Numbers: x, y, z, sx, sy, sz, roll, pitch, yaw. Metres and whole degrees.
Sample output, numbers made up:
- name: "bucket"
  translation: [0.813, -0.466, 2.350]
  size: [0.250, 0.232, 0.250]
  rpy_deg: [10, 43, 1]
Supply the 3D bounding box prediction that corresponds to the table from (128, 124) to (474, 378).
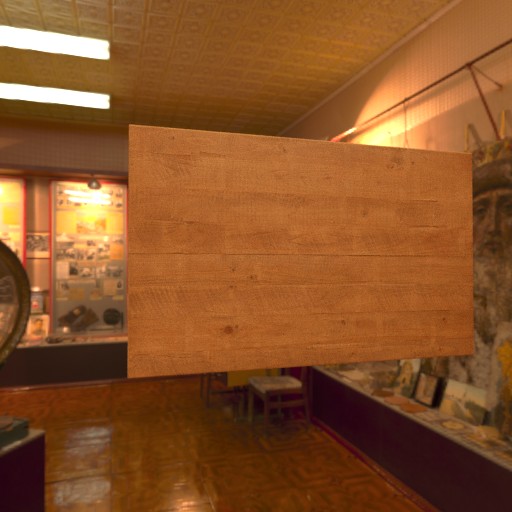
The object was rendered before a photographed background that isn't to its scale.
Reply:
- name: "table"
  translation: [0.000, 0.000, 3.077]
  size: [1.707, 1.041, 2.149]
  rpy_deg: [0, -1, -16]
